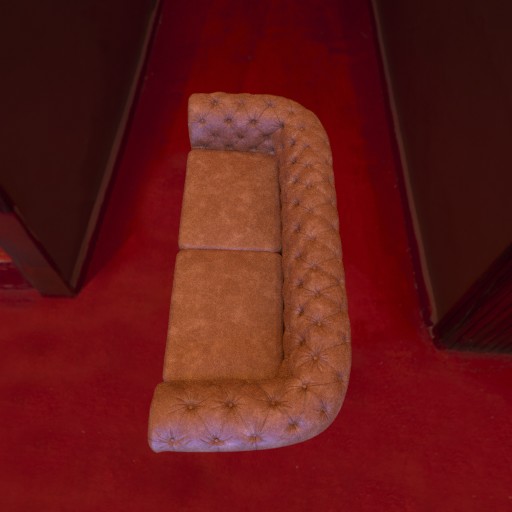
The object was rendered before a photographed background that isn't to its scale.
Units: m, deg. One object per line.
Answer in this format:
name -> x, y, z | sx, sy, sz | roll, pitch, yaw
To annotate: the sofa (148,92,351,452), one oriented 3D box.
sofa -> 0.000, 0.000, 2.826 | 0.989, 0.760, 2.365 | 0, 59, 0
